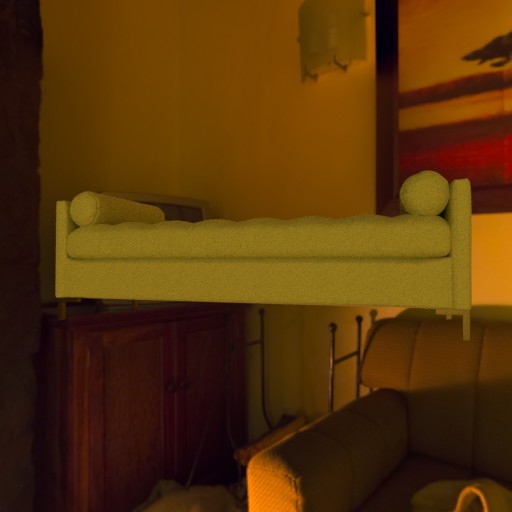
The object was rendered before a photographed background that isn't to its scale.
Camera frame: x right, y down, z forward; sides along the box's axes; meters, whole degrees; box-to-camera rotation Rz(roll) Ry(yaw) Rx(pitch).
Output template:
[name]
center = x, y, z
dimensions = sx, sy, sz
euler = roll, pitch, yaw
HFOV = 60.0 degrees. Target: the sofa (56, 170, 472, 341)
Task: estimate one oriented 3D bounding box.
[sofa]
center = 0.000, 0.000, 2.465
dimensions = 2.102, 0.705, 0.796
euler = 0, -1, 18
